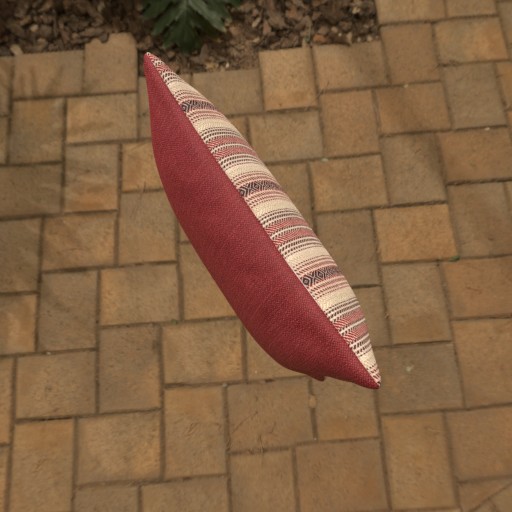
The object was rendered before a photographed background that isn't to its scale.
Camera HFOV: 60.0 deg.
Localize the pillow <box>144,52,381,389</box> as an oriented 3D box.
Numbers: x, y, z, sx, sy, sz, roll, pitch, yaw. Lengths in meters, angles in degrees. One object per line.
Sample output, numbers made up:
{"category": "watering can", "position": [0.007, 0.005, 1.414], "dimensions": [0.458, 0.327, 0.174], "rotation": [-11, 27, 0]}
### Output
{"category": "pillow", "position": [0.000, 0.000, 0.766], "dimensions": [0.166, 0.497, 0.513], "rotation": [-32, 78, -8]}
